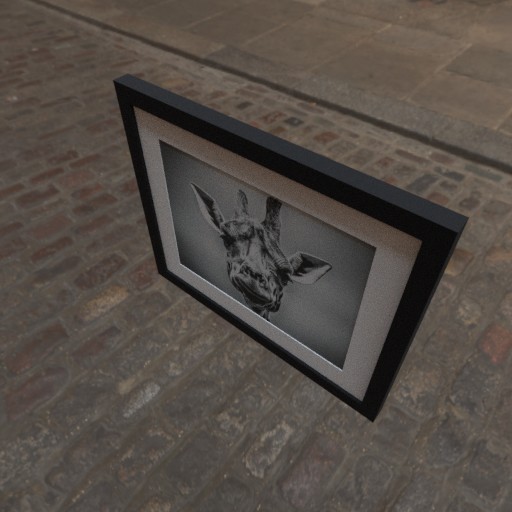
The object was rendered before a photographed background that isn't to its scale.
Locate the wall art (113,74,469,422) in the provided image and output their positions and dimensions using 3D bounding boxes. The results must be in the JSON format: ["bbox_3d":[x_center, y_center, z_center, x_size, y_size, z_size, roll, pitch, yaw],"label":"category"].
[{"bbox_3d":[0.000,0.000,0.748,0.558,0.457,0.031,30,53,26],"label":"wall art"}]
